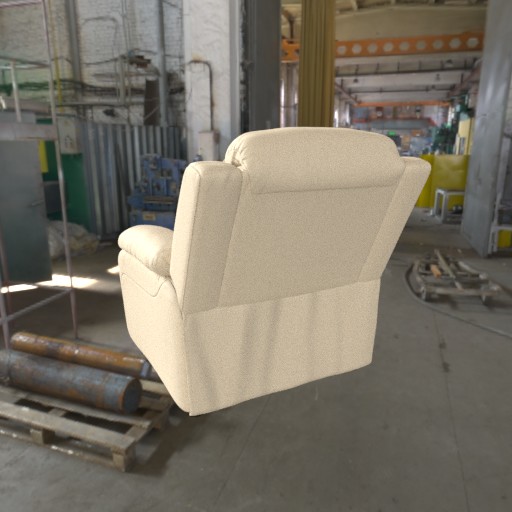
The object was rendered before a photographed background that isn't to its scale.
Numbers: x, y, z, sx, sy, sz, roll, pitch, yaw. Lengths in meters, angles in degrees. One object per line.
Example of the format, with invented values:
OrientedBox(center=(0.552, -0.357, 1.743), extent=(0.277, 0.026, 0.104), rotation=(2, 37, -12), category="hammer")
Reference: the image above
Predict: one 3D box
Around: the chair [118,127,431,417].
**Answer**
OrientedBox(center=(0.000, 0.000, 1.282), extent=(0.680, 0.702, 0.709), rotation=(-8, 16, -27), category="chair")
